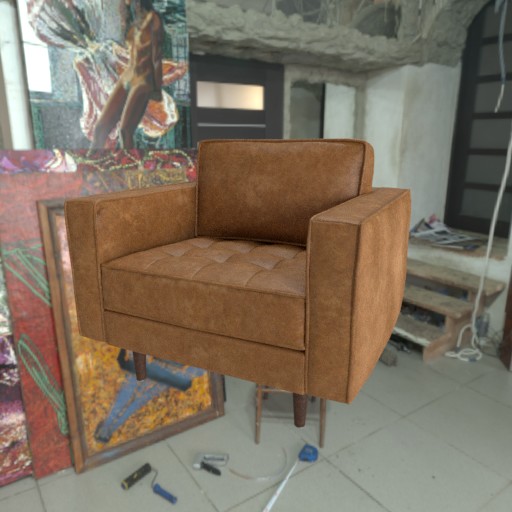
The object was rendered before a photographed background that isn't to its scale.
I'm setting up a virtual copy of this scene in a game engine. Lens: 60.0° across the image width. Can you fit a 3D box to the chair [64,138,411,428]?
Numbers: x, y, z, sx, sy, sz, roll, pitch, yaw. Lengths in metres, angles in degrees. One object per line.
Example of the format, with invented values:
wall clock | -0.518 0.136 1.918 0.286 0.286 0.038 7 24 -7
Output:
chair | 0.000 0.000 1.495 0.928 0.767 0.798 7 16 25
